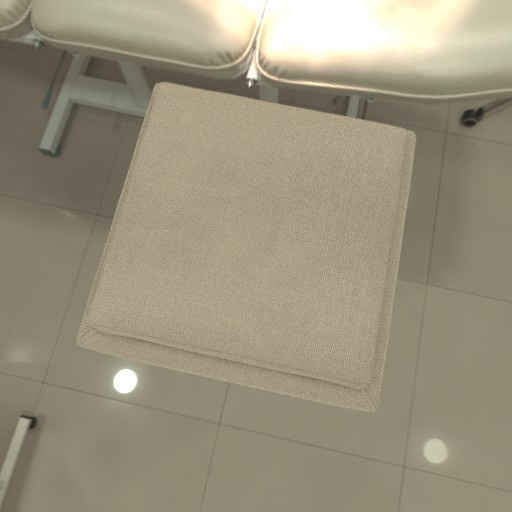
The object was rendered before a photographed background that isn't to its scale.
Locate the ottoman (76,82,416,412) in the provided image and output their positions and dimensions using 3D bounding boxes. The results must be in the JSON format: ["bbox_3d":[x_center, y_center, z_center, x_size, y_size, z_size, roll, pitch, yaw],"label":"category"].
[{"bbox_3d":[0.000,0.000,0.815,0.451,0.460,0.450,12,76,3],"label":"ottoman"}]
